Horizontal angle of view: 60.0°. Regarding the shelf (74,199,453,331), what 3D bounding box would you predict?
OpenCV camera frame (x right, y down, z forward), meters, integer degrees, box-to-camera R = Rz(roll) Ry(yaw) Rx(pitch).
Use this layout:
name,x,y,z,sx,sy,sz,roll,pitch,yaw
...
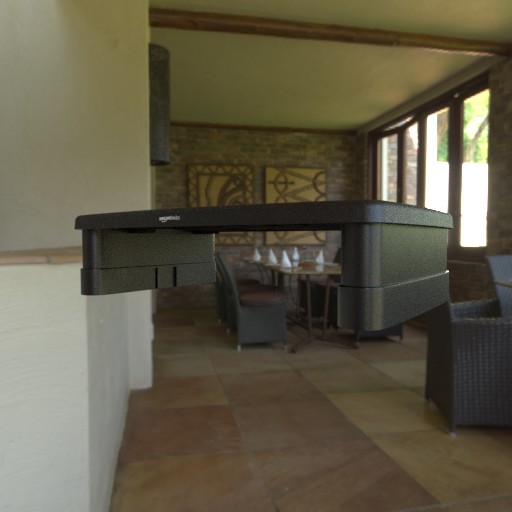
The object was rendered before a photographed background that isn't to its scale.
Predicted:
name,x,y,z,sx,sy,sz,roll,pitch,yaw
shelf,0.000,0.000,0.535,0.410,0.100,0.280,2,3,36
